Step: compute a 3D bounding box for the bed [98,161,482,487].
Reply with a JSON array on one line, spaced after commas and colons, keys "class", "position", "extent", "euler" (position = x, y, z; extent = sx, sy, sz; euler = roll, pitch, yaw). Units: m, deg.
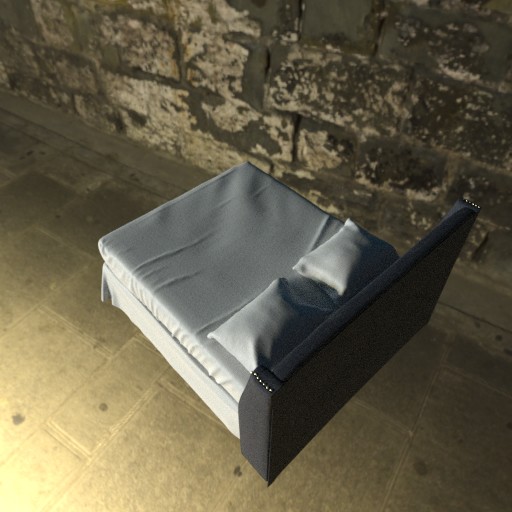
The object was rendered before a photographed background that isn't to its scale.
[{"class": "bed", "position": [0.000, 0.000, 3.437], "extent": [1.925, 1.332, 2.276], "euler": [-34, 55, -28]}]
